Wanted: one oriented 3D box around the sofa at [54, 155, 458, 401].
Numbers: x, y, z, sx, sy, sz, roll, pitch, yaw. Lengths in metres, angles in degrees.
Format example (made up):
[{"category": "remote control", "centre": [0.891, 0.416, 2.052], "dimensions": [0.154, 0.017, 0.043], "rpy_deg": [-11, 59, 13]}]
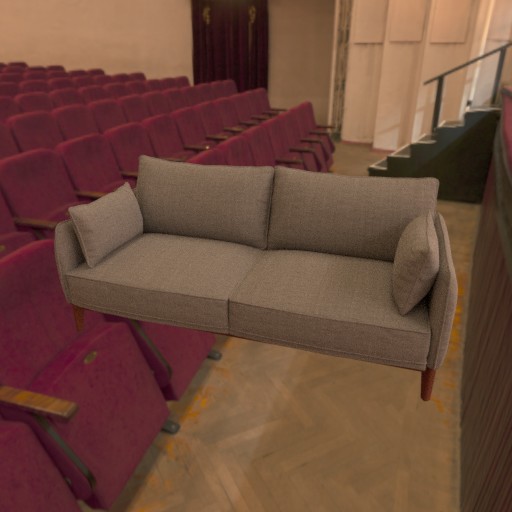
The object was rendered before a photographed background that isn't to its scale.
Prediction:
[{"category": "sofa", "centre": [0.000, 0.000, 2.443], "dimensions": [1.989, 0.851, 0.972], "rpy_deg": [7, 26, 16]}]
